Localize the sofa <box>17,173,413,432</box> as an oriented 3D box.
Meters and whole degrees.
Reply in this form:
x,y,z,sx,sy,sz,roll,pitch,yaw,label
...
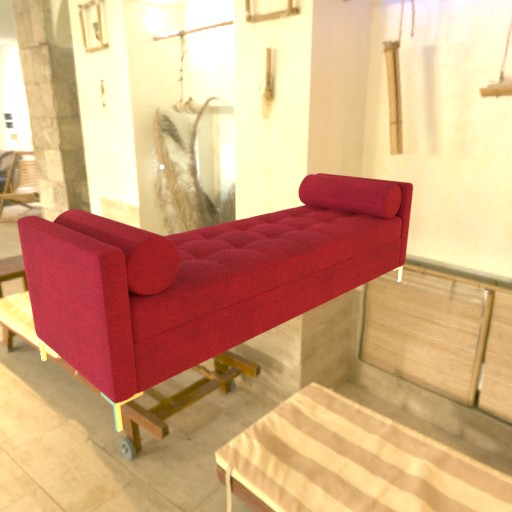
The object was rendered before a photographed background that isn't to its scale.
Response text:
x,y,z,sx,sy,sz,roll,pitch,yaw,label
0.000,0.000,2.261,0.686,0.635,1.981,17,24,42,sofa
